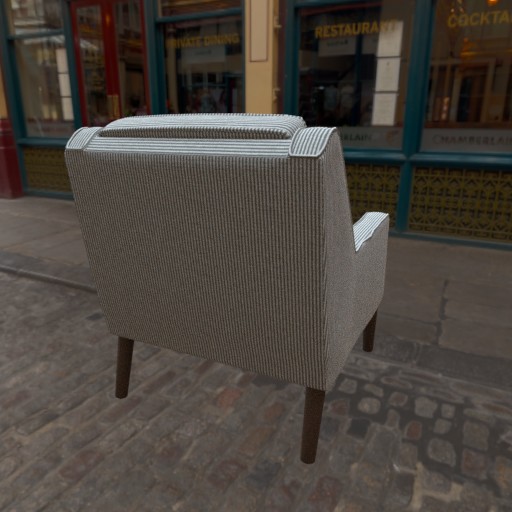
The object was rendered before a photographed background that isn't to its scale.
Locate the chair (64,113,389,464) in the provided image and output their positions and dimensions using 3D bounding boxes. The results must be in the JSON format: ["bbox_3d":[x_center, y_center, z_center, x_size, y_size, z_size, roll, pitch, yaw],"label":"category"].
[{"bbox_3d":[0.000,0.000,1.315,0.663,0.792,0.743,8,18,26],"label":"chair"}]
